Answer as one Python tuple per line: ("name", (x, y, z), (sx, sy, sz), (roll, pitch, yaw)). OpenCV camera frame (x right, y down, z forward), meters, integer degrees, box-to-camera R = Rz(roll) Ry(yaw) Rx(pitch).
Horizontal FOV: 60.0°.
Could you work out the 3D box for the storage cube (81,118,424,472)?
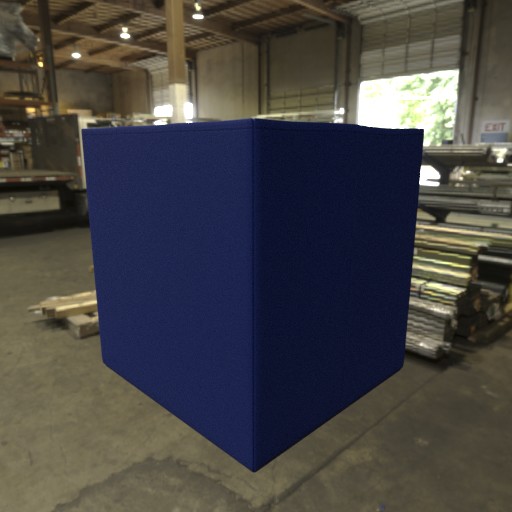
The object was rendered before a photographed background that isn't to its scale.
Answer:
("storage cube", (0.000, 0.000, 0.507), (0.270, 0.280, 0.270), (-13, 19, -43))
